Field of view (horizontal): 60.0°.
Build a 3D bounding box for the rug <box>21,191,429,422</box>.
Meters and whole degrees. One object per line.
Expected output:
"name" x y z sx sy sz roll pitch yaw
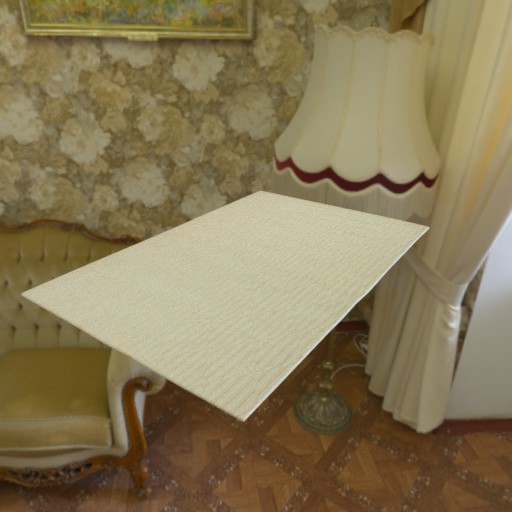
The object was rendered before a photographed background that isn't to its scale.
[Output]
"rug" 0.000 0.000 2.294 1.238 0.014 1.848 17 31 32
